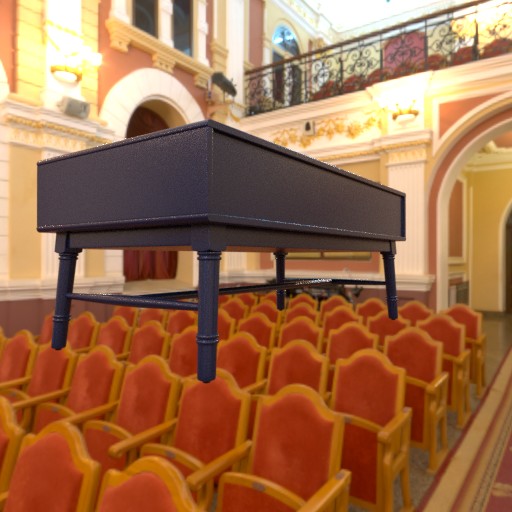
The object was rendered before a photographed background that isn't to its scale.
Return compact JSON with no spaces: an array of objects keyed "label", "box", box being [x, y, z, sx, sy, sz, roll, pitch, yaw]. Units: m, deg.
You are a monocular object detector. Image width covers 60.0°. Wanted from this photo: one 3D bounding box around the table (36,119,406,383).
[{"label":"table","box":[0.000,0.000,1.340,0.572,0.457,1.067,0,0,36]}]
